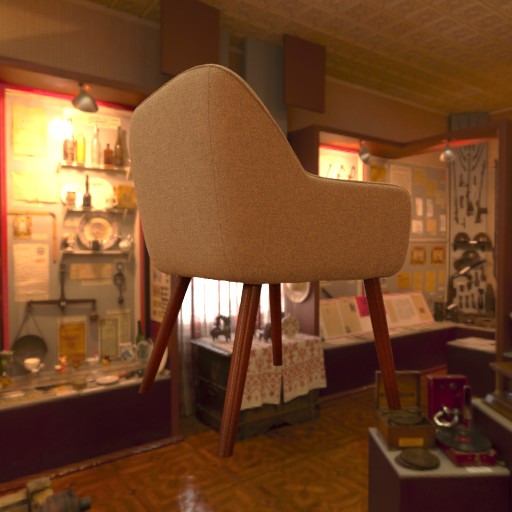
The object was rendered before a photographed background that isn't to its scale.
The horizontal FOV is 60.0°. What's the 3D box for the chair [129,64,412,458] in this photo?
[{"bbox_3d":[0.000,0.000,1.248,0.610,0.813,0.610,-1,1,-34],"label":"chair"}]
